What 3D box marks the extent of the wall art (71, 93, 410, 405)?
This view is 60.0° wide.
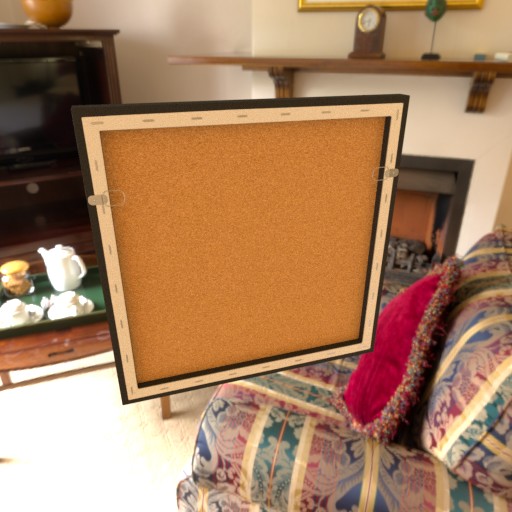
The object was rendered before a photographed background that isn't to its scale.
[{"bbox_3d":[0.000,0.000,1.136,0.758,0.758,0.044,-8,27,-16],"label":"wall art"}]
